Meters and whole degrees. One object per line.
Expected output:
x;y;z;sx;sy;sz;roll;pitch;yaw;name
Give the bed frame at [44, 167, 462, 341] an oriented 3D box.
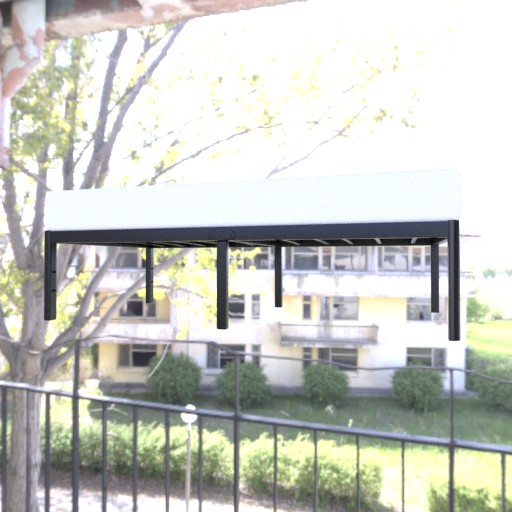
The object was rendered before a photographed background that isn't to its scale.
0.000;0.000;2.437;1.950;0.659;1.023;0;-1;18;bed frame
